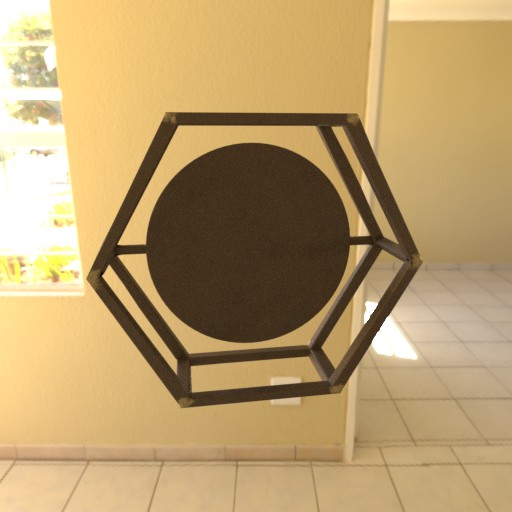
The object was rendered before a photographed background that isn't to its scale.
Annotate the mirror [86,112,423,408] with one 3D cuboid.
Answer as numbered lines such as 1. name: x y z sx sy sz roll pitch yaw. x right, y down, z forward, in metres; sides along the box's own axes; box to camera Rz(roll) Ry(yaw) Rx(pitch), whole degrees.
1. mirror: 0.000 0.000 0.550 0.380 0.334 0.119 -2 16 -9
